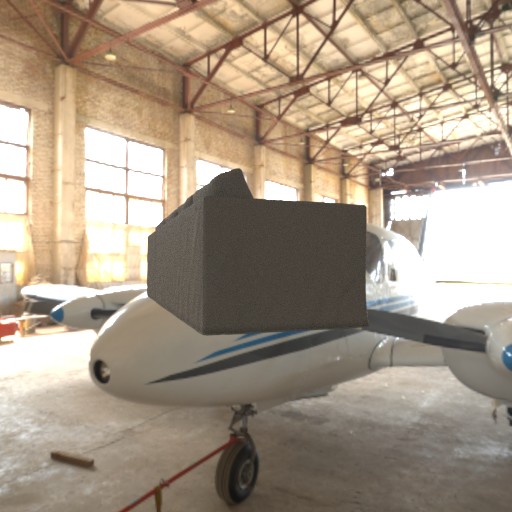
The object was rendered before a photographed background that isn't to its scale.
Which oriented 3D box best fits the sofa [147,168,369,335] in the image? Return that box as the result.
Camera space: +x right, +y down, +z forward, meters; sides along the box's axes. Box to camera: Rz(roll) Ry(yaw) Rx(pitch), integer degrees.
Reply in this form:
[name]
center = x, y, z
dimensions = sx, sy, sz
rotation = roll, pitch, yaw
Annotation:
[sofa]
center = 0.000, 0.000, 3.913
dimensions = 1.622, 0.867, 3.177
rotation = 0, -1, -19
